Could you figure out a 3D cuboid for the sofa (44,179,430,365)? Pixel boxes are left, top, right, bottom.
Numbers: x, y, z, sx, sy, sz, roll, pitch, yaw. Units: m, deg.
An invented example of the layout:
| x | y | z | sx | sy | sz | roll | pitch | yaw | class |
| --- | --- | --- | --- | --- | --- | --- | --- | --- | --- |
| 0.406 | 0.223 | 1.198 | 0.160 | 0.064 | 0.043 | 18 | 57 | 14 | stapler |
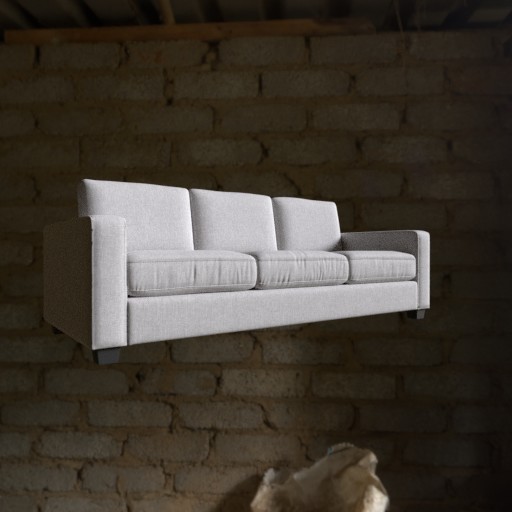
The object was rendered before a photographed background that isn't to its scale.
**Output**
| x | y | z | sx | sy | sz | roll | pitch | yaw | class |
| --- | --- | --- | --- | --- | --- | --- | --- | --- | --- |
| 0.000 | 0.000 | 2.576 | 2.120 | 0.800 | 0.900 | 0 | 1 | -36 | sofa |
